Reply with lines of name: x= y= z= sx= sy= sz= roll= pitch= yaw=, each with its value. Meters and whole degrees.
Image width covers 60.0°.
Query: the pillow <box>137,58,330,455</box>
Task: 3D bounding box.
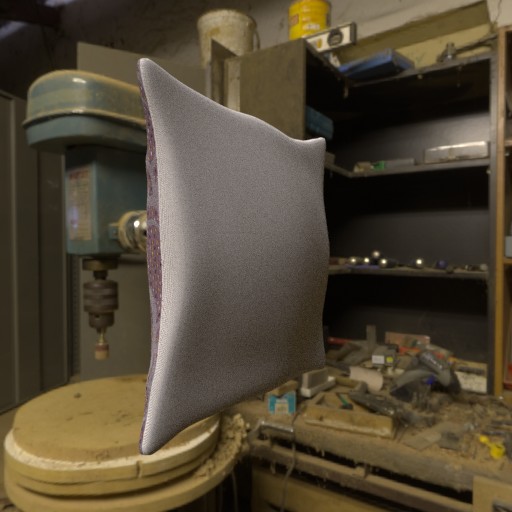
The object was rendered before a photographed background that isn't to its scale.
pillow: x=0.000 y=0.000 z=0.777 sx=0.163 sy=0.513 sz=0.514 roll=1 pitch=2 yaw=35
